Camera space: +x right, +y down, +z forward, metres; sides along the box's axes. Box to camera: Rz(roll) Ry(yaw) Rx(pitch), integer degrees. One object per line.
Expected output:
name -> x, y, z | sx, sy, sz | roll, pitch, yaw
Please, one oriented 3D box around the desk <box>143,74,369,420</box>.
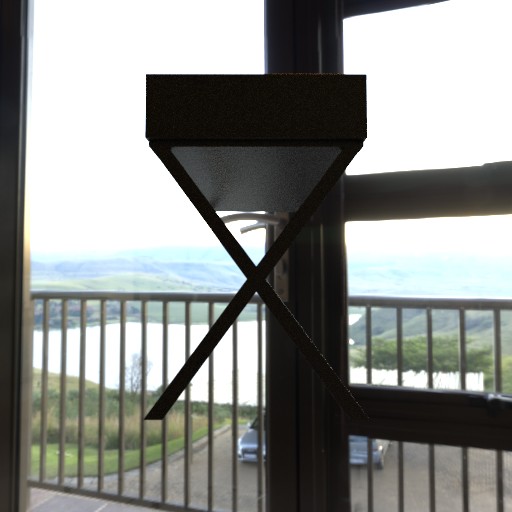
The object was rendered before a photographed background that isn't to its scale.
desk -> 0.000, 0.000, 1.517 | 0.504, 0.780, 1.057 | 0, -3, 0
